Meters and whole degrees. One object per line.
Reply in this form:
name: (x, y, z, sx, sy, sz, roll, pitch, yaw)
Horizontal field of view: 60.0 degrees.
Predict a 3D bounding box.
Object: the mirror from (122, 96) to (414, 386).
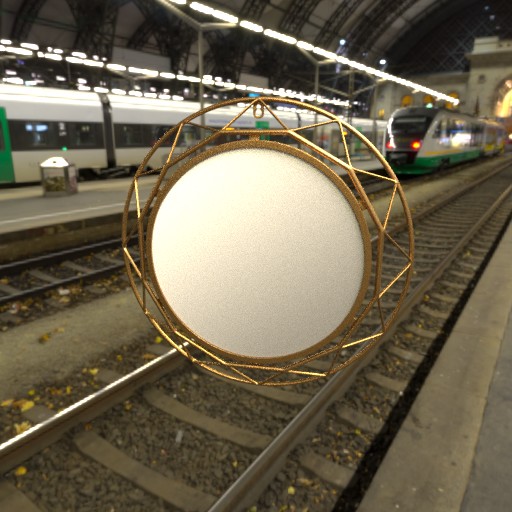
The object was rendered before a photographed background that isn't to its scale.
mirror: (0.000, 0.000, 0.663, 0.454, 0.454, 0.043, 3, 15, 11)
